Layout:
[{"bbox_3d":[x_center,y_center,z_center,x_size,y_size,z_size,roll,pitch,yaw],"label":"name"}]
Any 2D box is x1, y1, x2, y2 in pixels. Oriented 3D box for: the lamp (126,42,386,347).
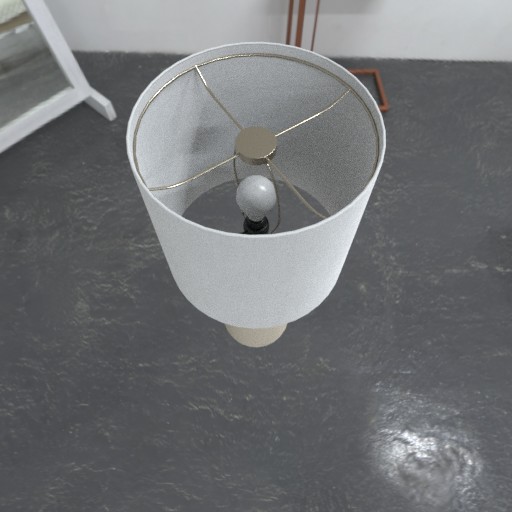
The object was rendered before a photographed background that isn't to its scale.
[{"bbox_3d":[0.000,0.000,0.589,0.220,0.475,0.220,-17,63,-9],"label":"lamp"}]
